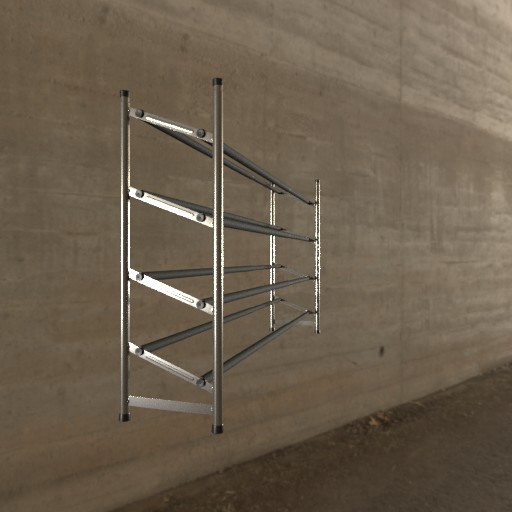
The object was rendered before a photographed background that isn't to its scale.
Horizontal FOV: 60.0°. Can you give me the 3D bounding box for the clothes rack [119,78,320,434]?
[{"bbox_3d":[0.000,0.000,1.421,0.229,0.672,1.168,0,0,17],"label":"clothes rack"}]
